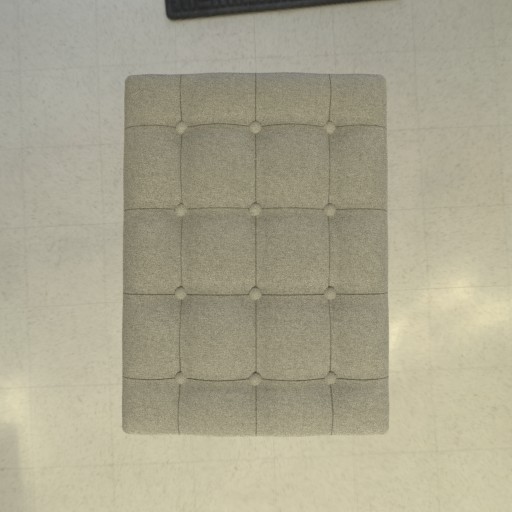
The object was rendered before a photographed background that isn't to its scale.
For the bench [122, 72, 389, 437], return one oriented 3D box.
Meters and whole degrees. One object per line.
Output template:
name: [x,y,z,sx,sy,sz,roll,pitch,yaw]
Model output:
bench: [0.000,0.000,0.889,0.417,0.469,0.572,0,89,0]
